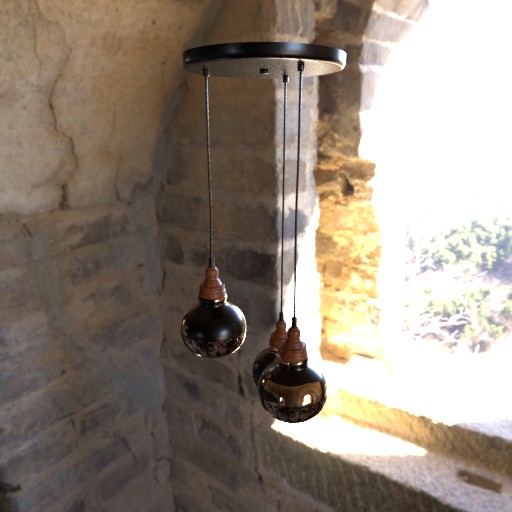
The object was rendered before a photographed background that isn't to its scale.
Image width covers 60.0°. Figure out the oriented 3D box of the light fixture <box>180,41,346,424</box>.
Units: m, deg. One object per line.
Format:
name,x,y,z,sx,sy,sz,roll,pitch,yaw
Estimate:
light fixture,0.000,0.000,1.703,0.605,1.410,0.608,-2,16,-8
